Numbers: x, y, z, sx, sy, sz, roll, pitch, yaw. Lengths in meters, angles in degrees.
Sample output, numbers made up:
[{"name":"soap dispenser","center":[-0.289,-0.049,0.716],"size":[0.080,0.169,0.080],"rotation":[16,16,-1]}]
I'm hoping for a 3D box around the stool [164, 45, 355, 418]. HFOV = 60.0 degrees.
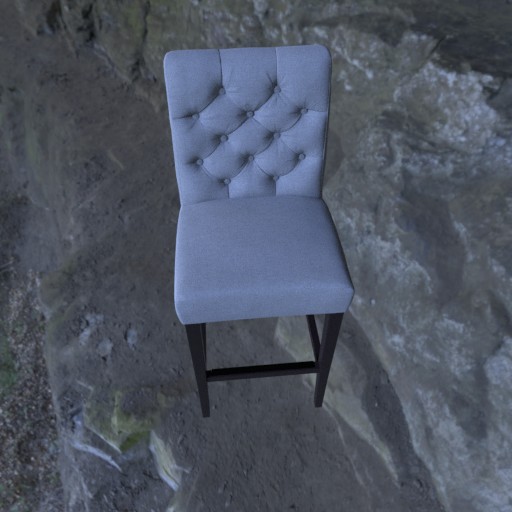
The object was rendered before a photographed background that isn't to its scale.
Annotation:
[{"name":"stool","center":[0.000,0.000,1.465],"size":[0.493,1.140,0.601],"rotation":[-4,47,-4]}]
